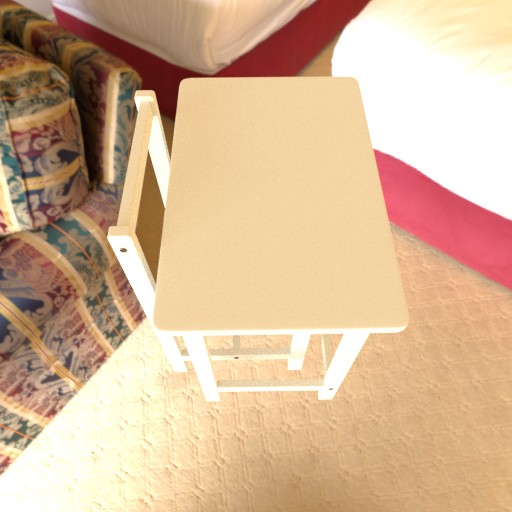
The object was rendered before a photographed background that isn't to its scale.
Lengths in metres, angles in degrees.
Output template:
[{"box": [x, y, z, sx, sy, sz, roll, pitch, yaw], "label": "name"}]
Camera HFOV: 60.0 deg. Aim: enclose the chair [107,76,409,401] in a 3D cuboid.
[{"box": [0.000, 0.000, 1.052, 0.461, 0.673, 0.599, -1, 58, 0], "label": "chair"}]
